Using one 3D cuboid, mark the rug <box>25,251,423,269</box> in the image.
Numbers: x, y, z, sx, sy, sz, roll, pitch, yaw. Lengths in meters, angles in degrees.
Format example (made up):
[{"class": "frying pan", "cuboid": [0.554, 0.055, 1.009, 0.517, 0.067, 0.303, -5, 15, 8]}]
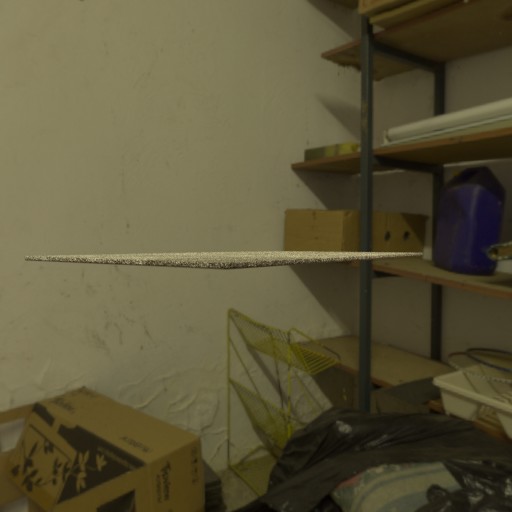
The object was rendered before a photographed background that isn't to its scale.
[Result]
[{"class": "rug", "cuboid": [0.000, 0.000, 2.967, 1.501, 0.025, 2.352, 1, 2, 37]}]
